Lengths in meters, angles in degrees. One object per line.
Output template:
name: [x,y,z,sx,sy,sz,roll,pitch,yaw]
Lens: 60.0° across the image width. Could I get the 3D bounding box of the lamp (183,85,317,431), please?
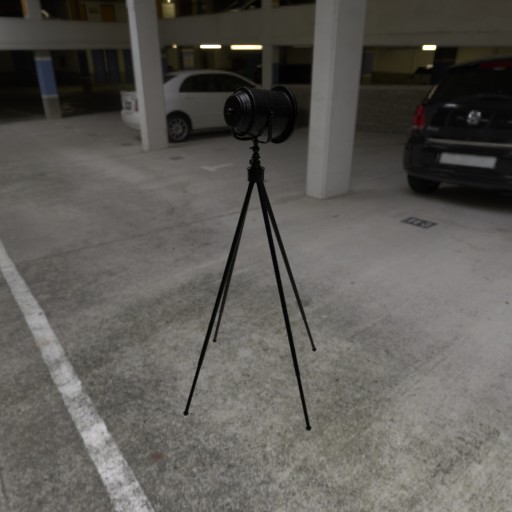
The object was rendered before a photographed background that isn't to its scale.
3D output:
lamp: [0.000,0.000,2.098,0.884,1.504,0.879,-17,31,-32]
